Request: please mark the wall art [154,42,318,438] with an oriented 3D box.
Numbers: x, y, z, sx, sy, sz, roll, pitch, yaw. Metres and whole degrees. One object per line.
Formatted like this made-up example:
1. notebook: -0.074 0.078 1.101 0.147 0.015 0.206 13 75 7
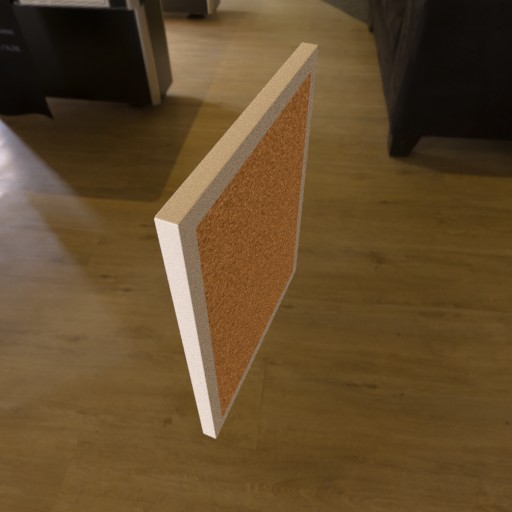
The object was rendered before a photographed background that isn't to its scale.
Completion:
1. wall art: 0.000 0.000 0.776 0.028 0.556 0.454 17 50 15
